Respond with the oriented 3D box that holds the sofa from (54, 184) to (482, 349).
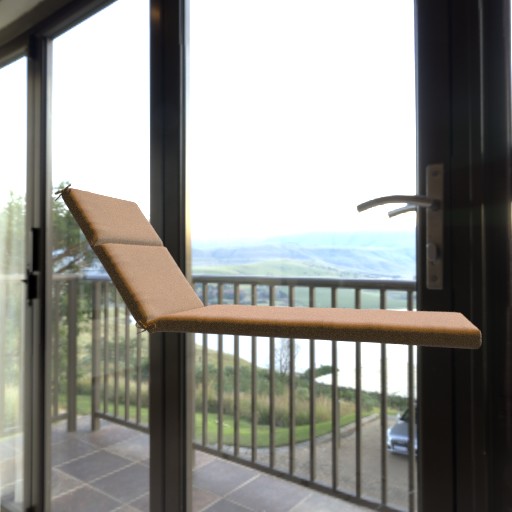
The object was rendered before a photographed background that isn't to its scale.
[{"bbox_3d":[0.000,0.000,1.890,1.663,0.622,0.582,0,-1,19],"label":"sofa"}]
